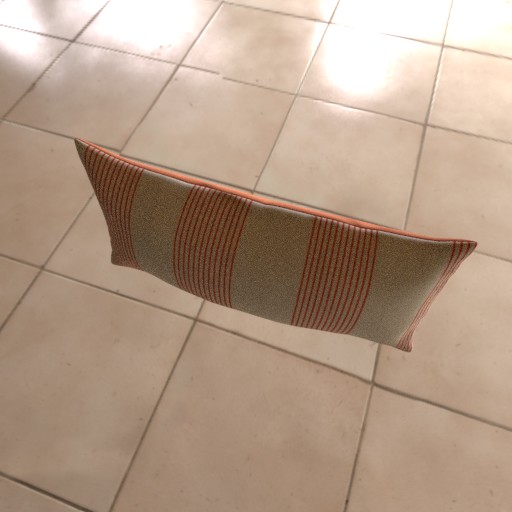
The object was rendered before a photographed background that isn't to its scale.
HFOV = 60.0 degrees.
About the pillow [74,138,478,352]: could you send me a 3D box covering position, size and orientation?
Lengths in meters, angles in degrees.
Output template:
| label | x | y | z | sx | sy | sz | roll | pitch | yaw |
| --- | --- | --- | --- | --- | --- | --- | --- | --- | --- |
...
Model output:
| label | x | y | z | sx | sy | sz | roll | pitch | yaw |
| --- | --- | --- | --- | --- | --- | --- | --- | --- | --- |
| pillow | 0.000 | 0.000 | 0.743 | 0.608 | 0.292 | 0.156 | 16 | 60 | 9 |
